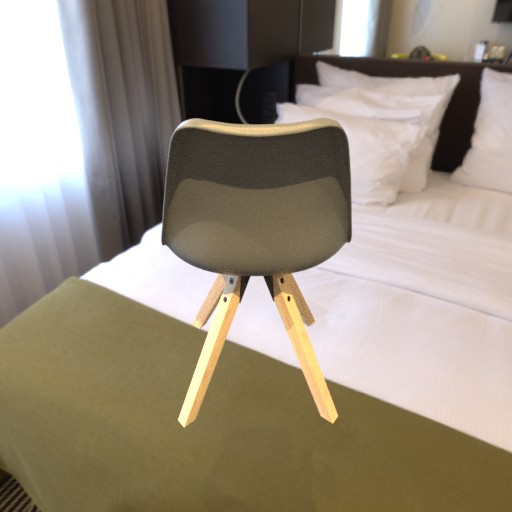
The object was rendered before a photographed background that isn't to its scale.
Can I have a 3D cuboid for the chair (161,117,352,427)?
[{"bbox_3d":[0.000,0.000,1.217,0.485,0.850,0.550,-1,30,-2],"label":"chair"}]
